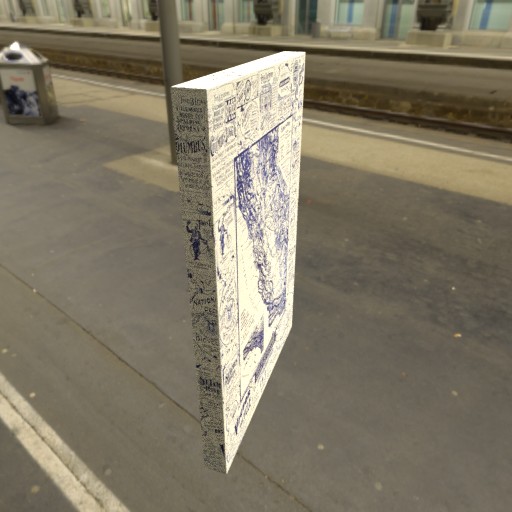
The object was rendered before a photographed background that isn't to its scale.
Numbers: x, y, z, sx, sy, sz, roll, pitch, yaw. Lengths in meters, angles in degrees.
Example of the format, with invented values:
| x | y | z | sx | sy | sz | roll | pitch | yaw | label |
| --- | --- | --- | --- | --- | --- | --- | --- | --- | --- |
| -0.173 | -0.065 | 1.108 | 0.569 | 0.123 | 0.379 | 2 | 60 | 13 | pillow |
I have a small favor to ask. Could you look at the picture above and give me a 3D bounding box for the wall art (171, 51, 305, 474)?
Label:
| x | y | z | sx | sy | sz | roll | pitch | yaw | label |
| --- | --- | --- | --- | --- | --- | --- | --- | --- | --- |
| 0.000 | 0.000 | 0.472 | 0.025 | 0.376 | 0.255 | 10 | 31 | 17 | wall art |
